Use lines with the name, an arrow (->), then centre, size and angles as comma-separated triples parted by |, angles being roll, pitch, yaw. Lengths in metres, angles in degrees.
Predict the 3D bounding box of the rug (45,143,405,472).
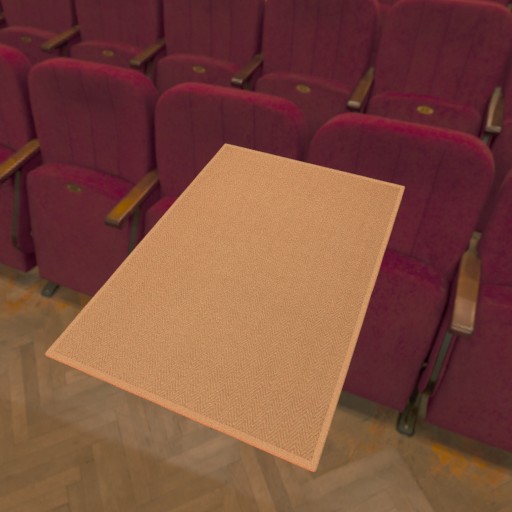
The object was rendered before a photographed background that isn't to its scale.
rug -> 0.000, 0.000, 2.892 | 1.532, 0.017, 2.244 | 17, 49, 16
